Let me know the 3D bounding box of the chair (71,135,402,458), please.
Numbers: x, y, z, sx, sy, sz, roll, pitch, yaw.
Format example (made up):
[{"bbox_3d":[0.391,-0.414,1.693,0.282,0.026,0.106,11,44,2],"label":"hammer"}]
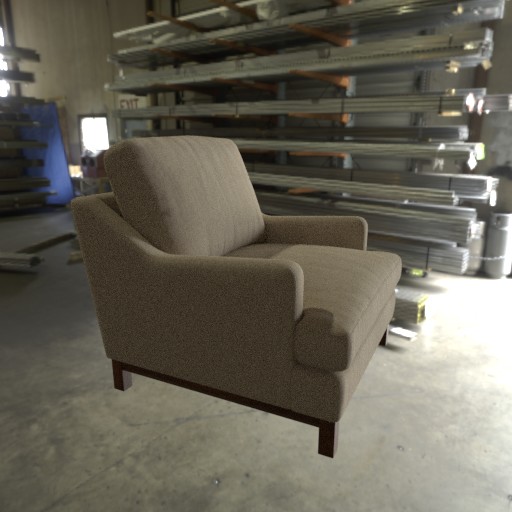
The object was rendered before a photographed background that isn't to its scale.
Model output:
[{"bbox_3d":[0.000,0.000,1.746,1.001,0.916,0.912,7,17,25],"label":"chair"}]
